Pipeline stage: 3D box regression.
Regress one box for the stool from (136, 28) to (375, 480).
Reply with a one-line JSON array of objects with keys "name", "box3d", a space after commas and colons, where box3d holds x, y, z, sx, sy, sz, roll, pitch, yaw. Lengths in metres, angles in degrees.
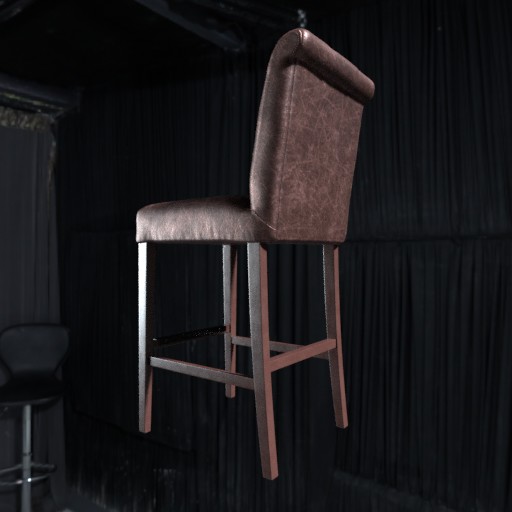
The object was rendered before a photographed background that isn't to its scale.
[{"name": "stool", "box3d": [0.000, 0.000, 1.470, 0.659, 1.168, 0.483, 0, 1, 37]}]
